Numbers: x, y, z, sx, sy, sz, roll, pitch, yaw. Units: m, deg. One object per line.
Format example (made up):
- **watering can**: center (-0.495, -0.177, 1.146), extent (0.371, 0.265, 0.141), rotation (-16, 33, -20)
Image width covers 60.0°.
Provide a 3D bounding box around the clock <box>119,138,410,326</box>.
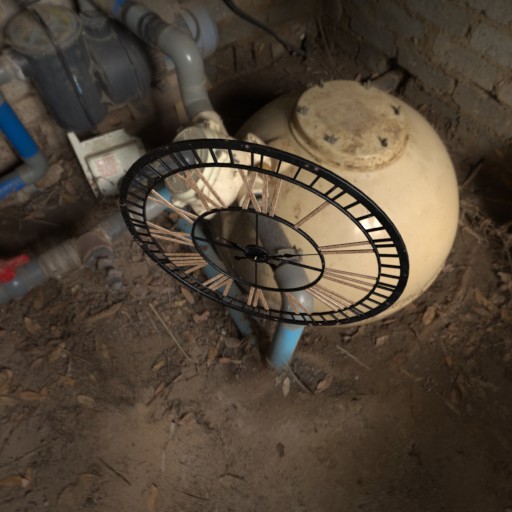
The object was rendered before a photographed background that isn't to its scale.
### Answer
- **clock**: center (0.000, 0.000, 1.284), extent (0.843, 0.843, 0.025), rotation (14, 58, 9)
